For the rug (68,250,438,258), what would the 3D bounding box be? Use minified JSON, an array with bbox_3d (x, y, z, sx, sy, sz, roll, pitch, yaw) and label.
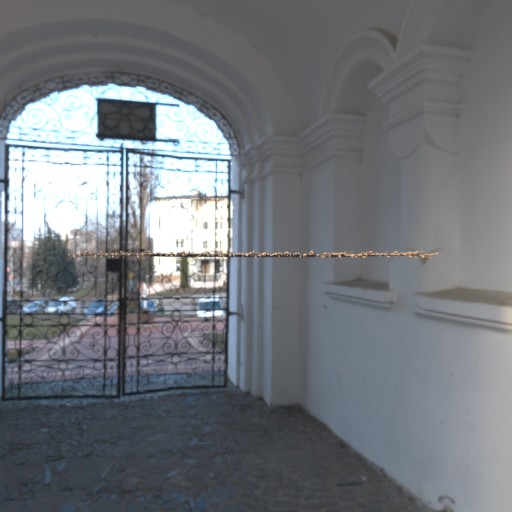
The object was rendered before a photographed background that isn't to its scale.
[{"bbox_3d":[0.000,0.000,2.360,1.181,0.028,1.936,0,0,1],"label":"rug"}]
